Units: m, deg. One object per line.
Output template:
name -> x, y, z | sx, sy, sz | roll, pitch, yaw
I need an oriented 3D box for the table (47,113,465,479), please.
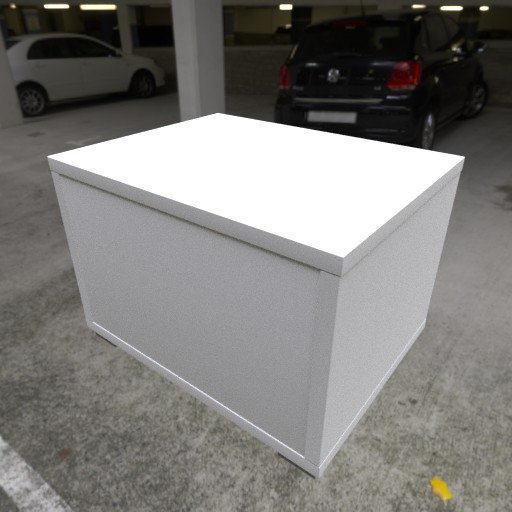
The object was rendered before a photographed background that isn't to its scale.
table -> 0.000, 0.000, 0.780 | 0.517, 0.357, 0.399 | 21, 36, 32
